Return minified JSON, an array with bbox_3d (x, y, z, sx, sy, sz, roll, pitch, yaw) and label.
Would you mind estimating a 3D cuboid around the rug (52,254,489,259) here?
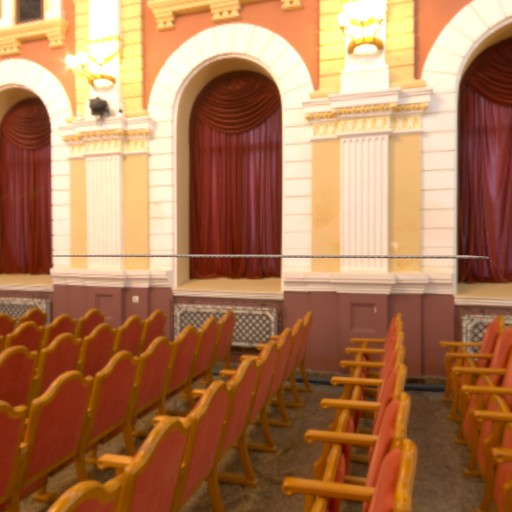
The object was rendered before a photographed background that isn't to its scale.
[{"bbox_3d":[0.000,0.000,2.537,2.286,0.008,0.686,0,1,18],"label":"rug"}]
